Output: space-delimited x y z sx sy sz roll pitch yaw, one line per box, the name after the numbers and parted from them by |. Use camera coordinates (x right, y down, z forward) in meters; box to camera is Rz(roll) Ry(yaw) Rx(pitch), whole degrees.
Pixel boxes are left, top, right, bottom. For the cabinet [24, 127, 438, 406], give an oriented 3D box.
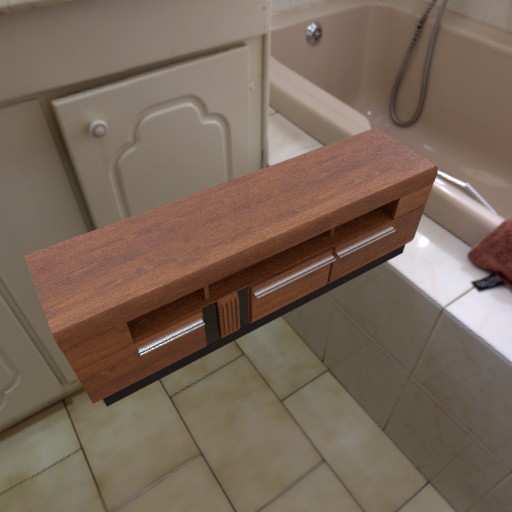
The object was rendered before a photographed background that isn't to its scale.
0.000 0.000 1.863 1.600 0.510 0.419 -24 51 -22 | cabinet
